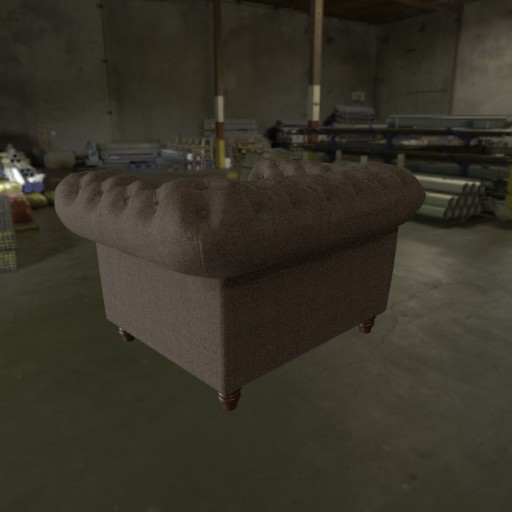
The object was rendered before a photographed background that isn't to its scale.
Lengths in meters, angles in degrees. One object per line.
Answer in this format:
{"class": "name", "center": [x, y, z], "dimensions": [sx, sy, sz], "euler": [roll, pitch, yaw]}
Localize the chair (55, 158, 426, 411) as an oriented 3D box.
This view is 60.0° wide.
{"class": "chair", "center": [0.000, 0.000, 1.887], "dimensions": [1.298, 0.780, 0.945], "euler": [-15, 22, -42]}
